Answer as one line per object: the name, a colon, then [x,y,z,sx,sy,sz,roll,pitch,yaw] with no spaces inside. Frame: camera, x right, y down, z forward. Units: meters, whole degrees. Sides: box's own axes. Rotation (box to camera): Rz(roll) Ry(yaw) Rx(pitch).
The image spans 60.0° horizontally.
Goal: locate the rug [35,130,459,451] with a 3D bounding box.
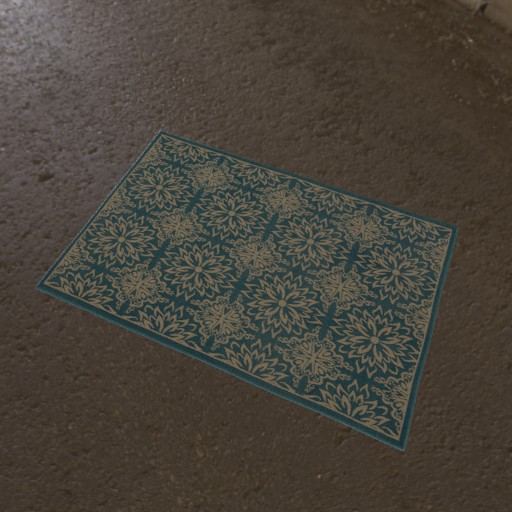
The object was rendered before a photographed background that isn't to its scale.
rug: [0.000,0.000,2.267,1.833,0.012,1.211,21,60,12]
